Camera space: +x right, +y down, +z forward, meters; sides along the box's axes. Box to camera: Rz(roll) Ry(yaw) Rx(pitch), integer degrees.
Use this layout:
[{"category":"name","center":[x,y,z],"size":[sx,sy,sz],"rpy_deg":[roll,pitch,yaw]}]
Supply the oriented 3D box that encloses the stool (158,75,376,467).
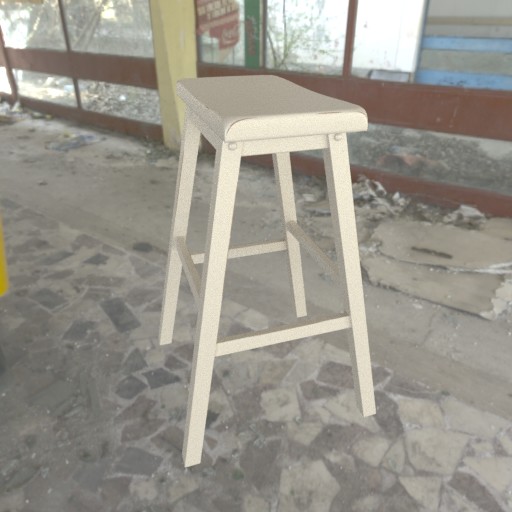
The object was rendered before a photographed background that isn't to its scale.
[{"category":"stool","center":[0.000,0.000,1.043],"size":[0.476,0.737,0.457],"rpy_deg":[-9,30,-16]}]
